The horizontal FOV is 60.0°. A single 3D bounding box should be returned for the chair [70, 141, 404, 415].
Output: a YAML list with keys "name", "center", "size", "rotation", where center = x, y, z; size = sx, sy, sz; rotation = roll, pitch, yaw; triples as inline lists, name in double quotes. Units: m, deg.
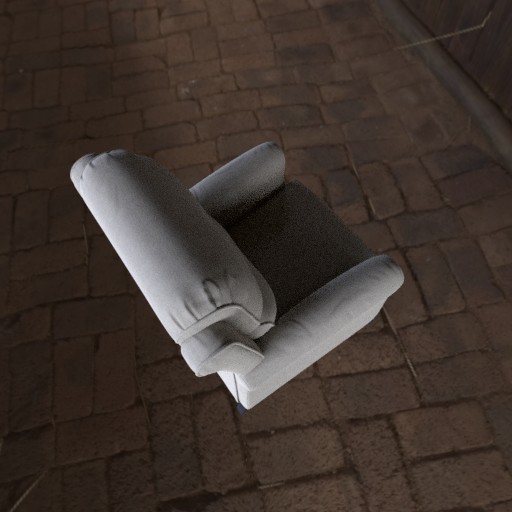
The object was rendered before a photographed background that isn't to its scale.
- name: "chair"
  center: [0.000, 0.000, 1.728]
  size: [0.919, 1.046, 0.859]
  rotation: [-31, 63, -17]
